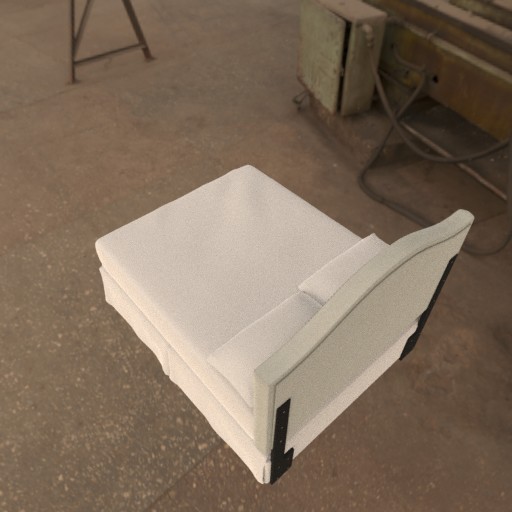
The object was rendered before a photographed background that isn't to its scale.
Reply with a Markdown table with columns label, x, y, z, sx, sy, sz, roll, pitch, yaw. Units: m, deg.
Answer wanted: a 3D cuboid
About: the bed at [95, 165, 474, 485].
| label | x | y | z | sx | sy | sz | roll | pitch | yaw |
| --- | --- | --- | --- | --- | --- | --- | --- | --- | --- |
| bed | 0.000 | 0.000 | 3.320 | 1.813 | 1.607 | 2.180 | -32 | 54 | -27 |
